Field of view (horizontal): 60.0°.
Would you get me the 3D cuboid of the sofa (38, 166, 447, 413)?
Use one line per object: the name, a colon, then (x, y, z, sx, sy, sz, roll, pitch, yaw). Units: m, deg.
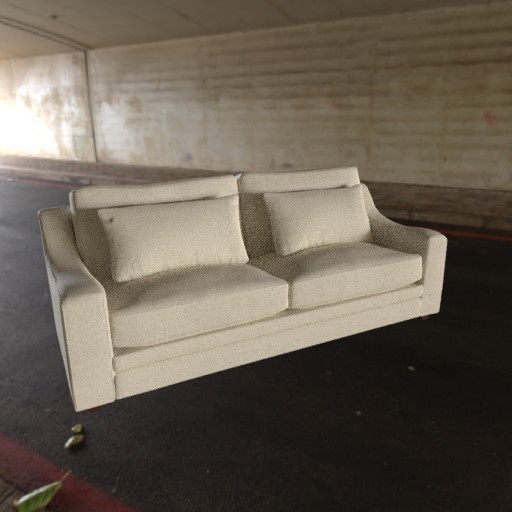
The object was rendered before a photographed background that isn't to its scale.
sofa: (0.000, 0.000, 2.907, 2.470, 1.022, 1.009, -9, 20, -26)
